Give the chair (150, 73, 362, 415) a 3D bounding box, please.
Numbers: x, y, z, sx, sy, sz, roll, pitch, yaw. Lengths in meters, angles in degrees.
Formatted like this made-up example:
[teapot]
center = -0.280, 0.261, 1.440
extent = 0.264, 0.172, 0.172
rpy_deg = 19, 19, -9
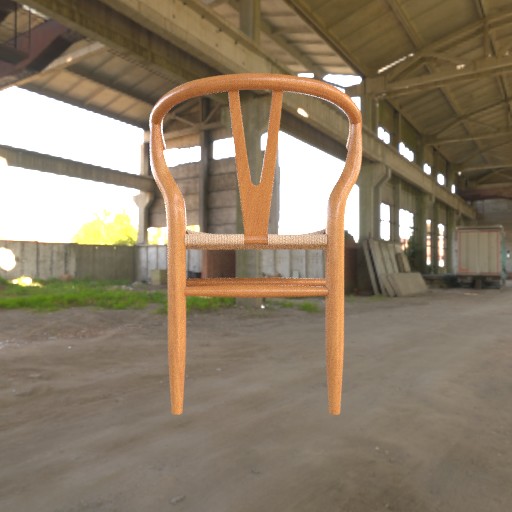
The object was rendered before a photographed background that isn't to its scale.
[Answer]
[chair]
center = 0.000, 0.000, 1.165
extent = 0.569, 0.730, 0.579
rpy_deg = 0, -1, 0
